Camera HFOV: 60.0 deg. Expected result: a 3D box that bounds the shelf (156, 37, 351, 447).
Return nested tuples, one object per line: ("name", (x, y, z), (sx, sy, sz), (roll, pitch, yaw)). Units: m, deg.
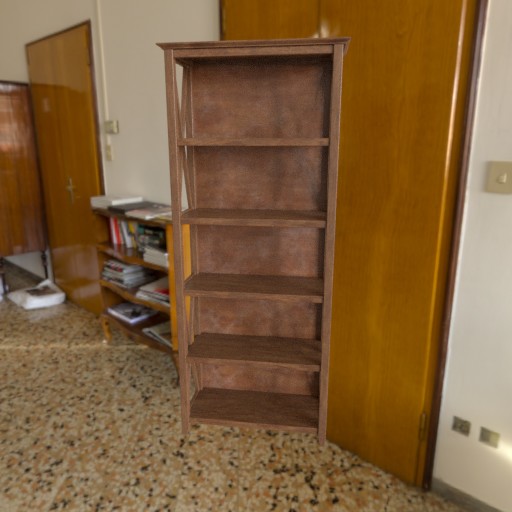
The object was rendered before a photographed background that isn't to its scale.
("shelf", (0.000, 0.000, 2.205), (0.805, 1.905, 0.335), (2, 15, 8))
